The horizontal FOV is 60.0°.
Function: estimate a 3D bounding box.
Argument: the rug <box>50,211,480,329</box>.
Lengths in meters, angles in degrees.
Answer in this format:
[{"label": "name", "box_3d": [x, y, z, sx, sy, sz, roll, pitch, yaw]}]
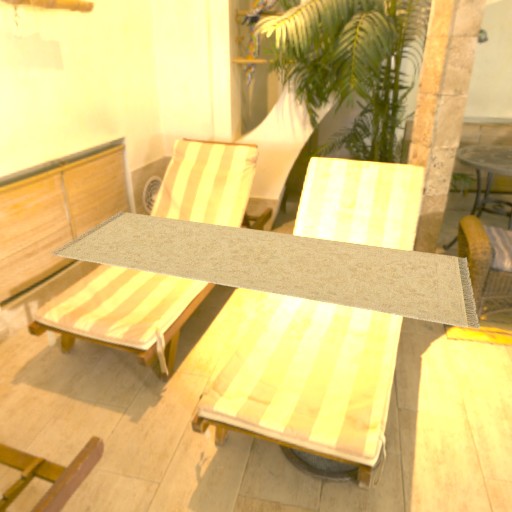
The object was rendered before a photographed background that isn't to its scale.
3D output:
[{"label": "rug", "box_3d": [0.000, 0.000, 2.836, 2.544, 0.015, 0.795, 9, 28, 17]}]
